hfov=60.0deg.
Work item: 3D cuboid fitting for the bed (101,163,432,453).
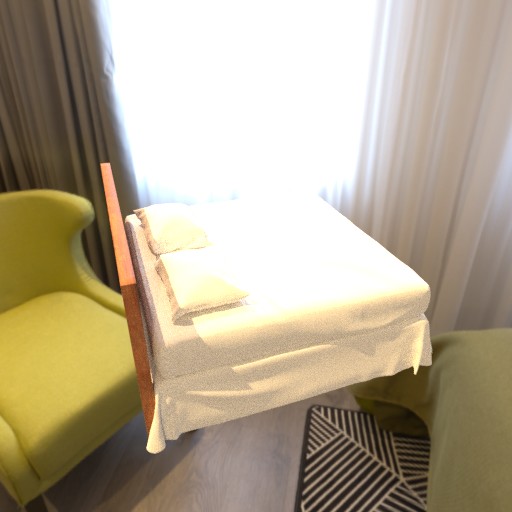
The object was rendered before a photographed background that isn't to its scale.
[{"bbox_3d":[0.000,0.000,3.595,2.165,1.158,2.255,-10,31,-17],"label":"bed"}]
